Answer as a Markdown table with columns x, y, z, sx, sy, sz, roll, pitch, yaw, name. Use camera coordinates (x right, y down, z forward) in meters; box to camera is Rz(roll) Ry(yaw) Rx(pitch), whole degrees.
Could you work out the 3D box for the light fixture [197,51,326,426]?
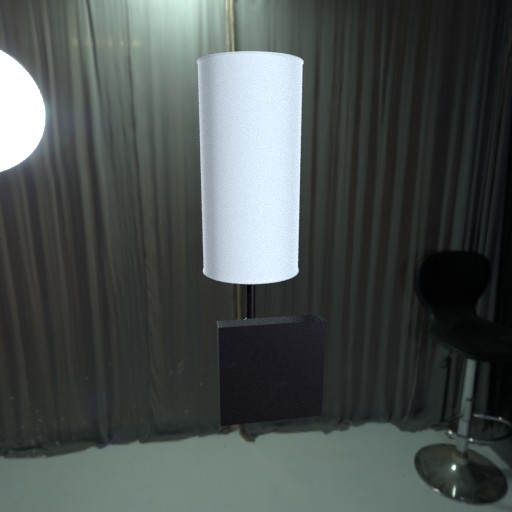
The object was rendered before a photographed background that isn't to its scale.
| x | y | z | sx | sy | sz | roll | pitch | yaw | name |
| --- | --- | --- | --- | --- | --- | --- | --- | --- | --- |
| 0.000 | 0.000 | 0.552 | 0.128 | 0.462 | 0.208 | -2 | 14 | -10 | light fixture |
